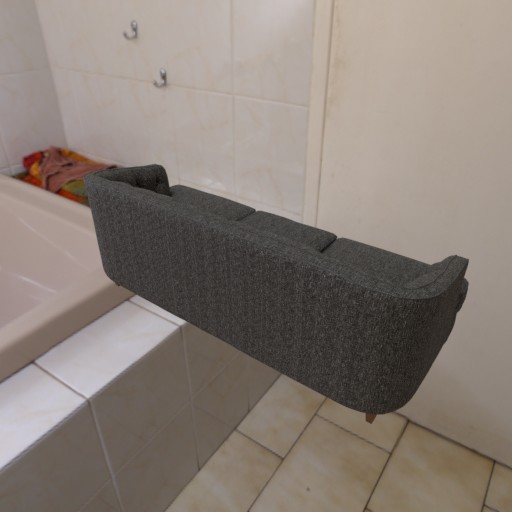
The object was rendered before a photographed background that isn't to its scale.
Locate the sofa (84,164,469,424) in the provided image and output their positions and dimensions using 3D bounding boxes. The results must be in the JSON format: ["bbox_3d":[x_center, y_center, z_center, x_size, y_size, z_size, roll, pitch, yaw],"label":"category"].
[{"bbox_3d":[0.000,0.000,2.713,2.278,0.855,0.941,21,38,31],"label":"sofa"}]
